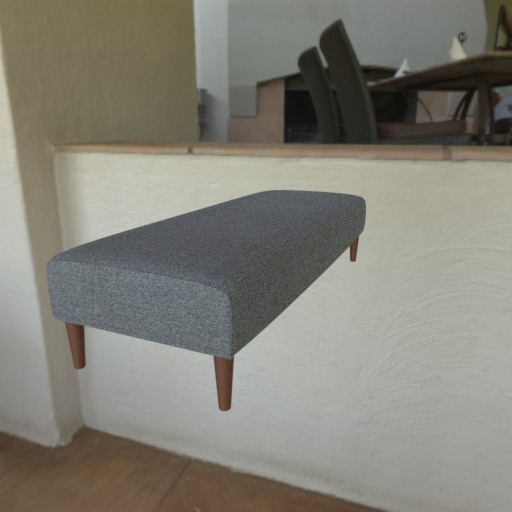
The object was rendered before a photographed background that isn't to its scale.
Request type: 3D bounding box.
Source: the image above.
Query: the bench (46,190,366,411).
[{"bbox_3d":[0.000,0.000,1.869,0.631,0.384,1.598,7,17,24],"label":"bench"}]
